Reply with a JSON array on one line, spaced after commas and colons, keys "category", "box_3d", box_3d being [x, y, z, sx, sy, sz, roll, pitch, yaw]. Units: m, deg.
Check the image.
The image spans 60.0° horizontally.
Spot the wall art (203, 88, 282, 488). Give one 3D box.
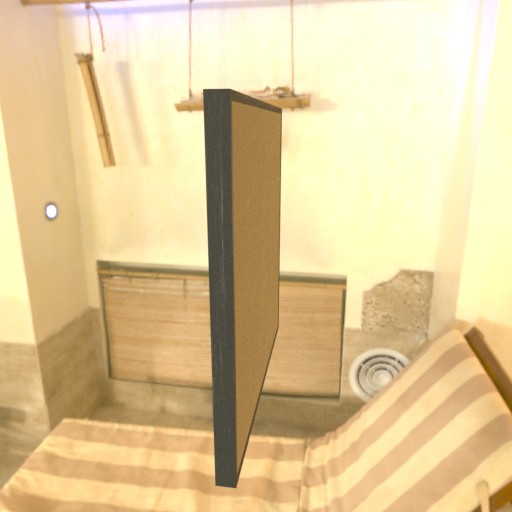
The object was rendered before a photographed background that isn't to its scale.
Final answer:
[{"category": "wall art", "box_3d": [0.000, 0.000, 1.155, 0.043, 0.758, 0.762, 3, 16, 9]}]
